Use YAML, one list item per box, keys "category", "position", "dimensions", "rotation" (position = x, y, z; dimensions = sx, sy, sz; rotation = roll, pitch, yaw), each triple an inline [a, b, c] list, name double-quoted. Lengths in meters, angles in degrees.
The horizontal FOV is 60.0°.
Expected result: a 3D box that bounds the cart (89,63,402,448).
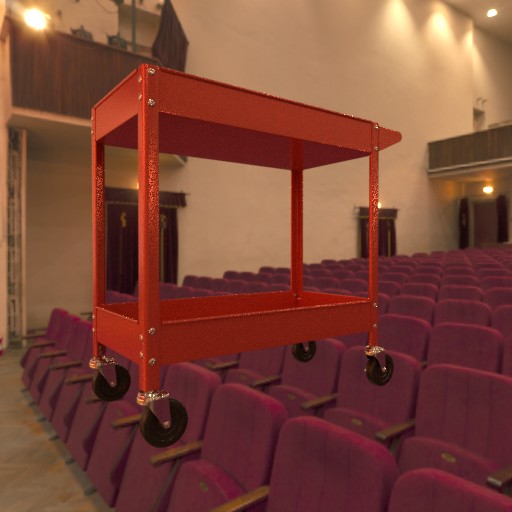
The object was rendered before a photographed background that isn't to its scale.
- category: "cart"
  position: [0.000, 0.000, 1.176]
  dimensions: [0.779, 0.719, 0.366]
  rotation: [-1, 1, -36]
